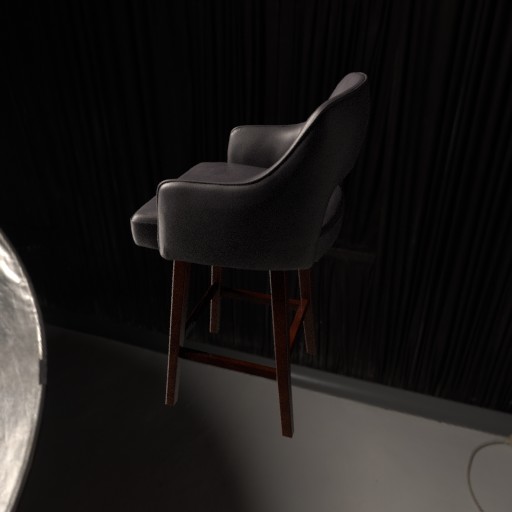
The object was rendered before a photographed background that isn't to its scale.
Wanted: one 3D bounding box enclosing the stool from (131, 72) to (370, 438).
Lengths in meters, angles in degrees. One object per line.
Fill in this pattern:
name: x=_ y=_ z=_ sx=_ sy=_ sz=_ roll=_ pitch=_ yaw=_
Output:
stool: x=0.000 y=0.000 z=1.356 sx=0.560 sy=1.041 sz=0.550 roll=9 pitch=32 yaw=15
